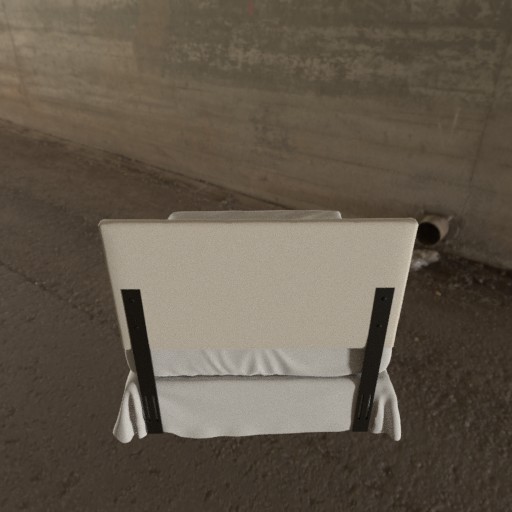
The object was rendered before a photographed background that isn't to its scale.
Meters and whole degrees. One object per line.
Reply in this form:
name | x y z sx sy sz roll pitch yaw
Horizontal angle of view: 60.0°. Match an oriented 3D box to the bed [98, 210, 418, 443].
bed | 0.000 0.000 3.498 1.936 1.577 2.222 0 30 -1
